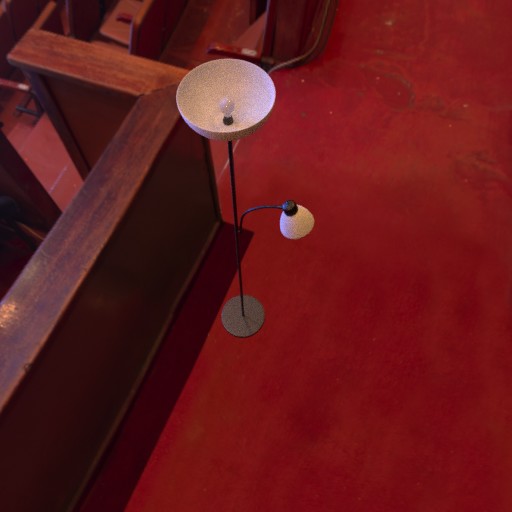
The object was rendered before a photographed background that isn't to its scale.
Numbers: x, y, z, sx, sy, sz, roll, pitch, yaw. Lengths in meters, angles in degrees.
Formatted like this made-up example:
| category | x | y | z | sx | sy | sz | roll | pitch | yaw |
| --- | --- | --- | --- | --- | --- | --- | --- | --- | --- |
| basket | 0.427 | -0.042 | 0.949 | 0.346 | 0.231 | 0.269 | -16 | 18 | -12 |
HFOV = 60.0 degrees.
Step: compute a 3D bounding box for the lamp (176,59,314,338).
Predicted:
| category | x | y | z | sx | sy | sz | roll | pitch | yaw |
| --- | --- | --- | --- | --- | --- | --- | --- | --- | --- |
| lamp | 0.000 | 0.000 | 1.978 | 0.442 | 1.804 | 0.279 | 18 | 64 | 9 |
